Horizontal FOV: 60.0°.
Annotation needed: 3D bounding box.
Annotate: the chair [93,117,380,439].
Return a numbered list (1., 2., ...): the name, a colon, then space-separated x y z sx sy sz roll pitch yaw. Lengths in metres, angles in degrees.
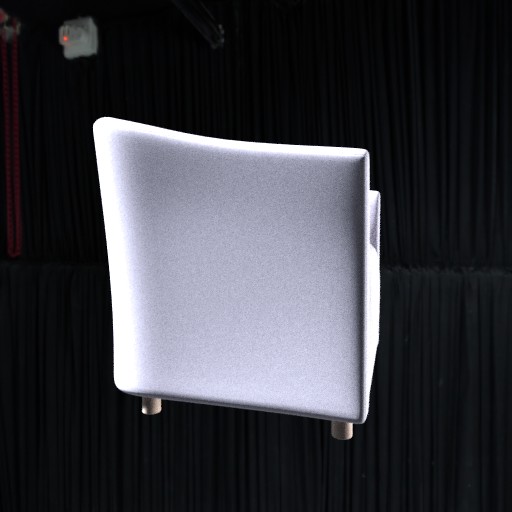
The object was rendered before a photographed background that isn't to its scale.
1. chair: 0.000 0.000 1.314 0.700 0.720 0.790 1 2 17
